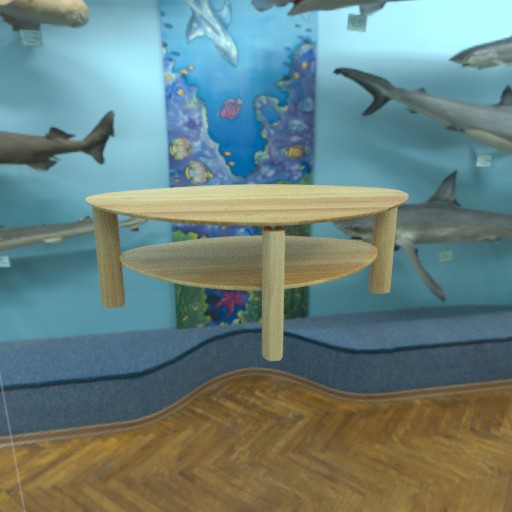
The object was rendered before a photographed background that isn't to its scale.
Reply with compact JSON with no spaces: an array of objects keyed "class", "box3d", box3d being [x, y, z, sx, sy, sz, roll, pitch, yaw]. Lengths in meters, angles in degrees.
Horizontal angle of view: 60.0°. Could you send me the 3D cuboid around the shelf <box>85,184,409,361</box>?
[{"class":"shelf","box3d":[0.000,0.000,1.689,1.246,0.440,0.845,-2,16,-8]}]
